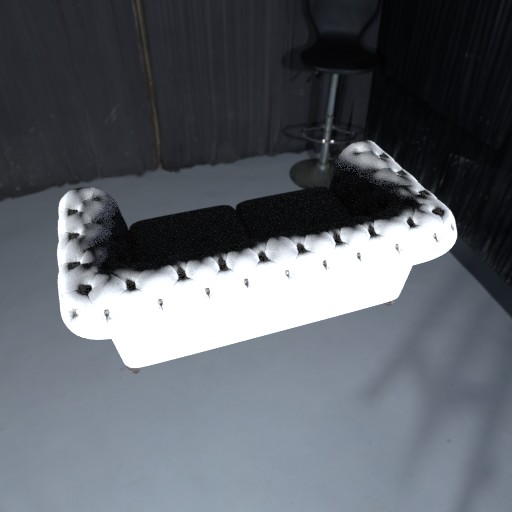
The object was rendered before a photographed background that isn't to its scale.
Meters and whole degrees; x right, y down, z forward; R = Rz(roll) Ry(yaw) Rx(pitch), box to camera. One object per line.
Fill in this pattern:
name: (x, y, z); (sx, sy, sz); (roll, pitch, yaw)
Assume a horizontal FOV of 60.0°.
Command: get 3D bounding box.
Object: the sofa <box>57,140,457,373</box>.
sofa: (0.000, 0.000, 2.516); (1.998, 0.764, 0.986); (-12, 44, -13)
